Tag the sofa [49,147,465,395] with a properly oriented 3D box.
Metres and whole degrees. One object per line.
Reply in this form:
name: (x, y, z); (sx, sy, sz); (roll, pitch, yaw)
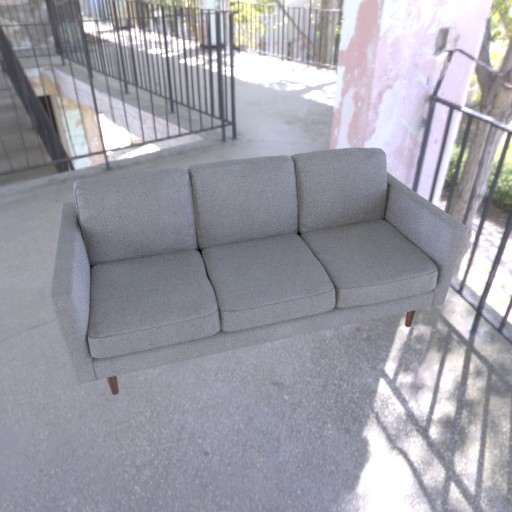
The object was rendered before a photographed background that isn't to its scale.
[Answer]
sofa: (0.000, 0.000, 2.471); (1.983, 0.918, 0.944); (-10, 34, -14)
